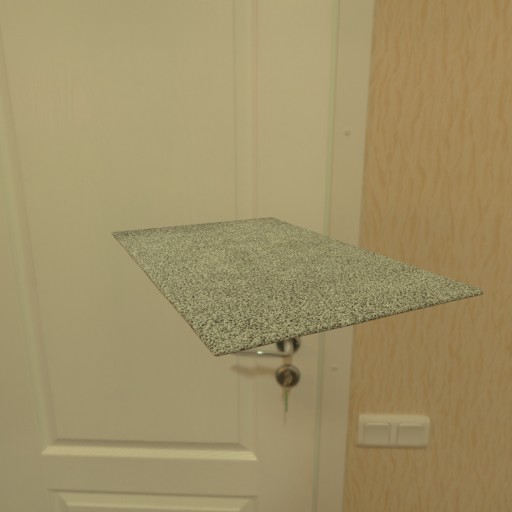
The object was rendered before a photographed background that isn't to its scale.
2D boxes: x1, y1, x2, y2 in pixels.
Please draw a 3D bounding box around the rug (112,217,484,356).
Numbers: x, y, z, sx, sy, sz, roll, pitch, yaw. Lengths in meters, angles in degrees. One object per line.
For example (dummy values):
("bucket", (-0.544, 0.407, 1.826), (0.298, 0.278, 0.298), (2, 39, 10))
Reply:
("rug", (0.000, 0.000, 3.513), (1.778, 0.030, 2.743), (-8, 17, -26))
